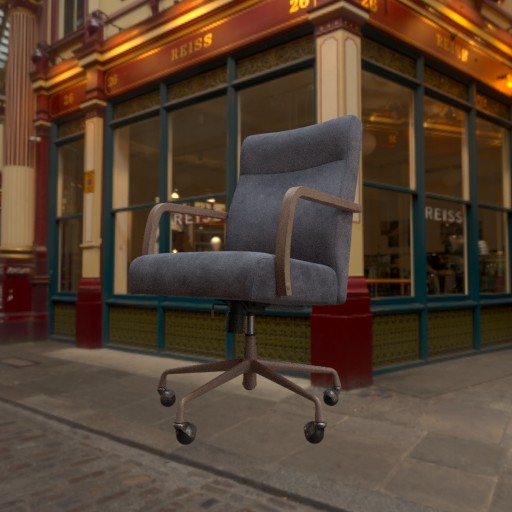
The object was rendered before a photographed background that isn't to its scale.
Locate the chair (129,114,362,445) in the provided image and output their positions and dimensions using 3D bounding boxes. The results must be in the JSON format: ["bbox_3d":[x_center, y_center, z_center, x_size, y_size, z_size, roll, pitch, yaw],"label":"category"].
[{"bbox_3d":[0.000,0.000,1.477,0.640,1.029,0.741,-1,-2,35],"label":"chair"}]
